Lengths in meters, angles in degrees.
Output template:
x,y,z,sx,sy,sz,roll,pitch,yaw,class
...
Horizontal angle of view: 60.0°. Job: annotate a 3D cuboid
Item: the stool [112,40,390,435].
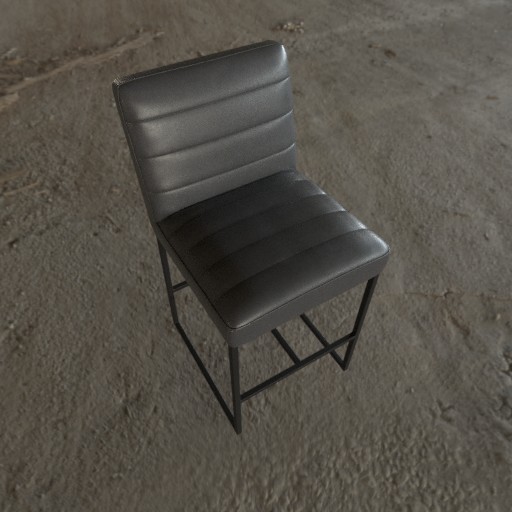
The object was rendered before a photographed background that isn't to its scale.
x,y,z,sx,sy,sz,roll,pitch,yaw,class
0.000,0.000,1.254,0.457,0.938,0.552,-24,52,-20,stool
